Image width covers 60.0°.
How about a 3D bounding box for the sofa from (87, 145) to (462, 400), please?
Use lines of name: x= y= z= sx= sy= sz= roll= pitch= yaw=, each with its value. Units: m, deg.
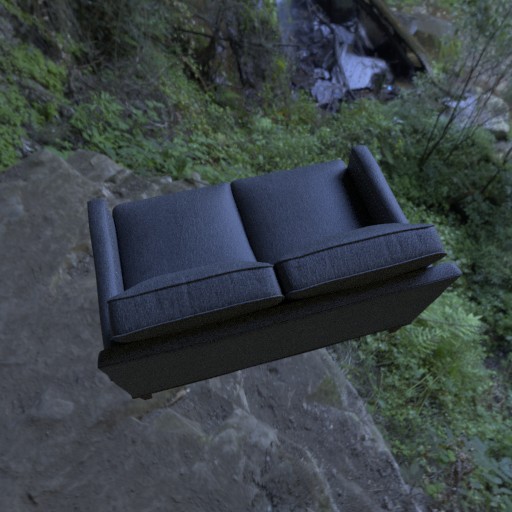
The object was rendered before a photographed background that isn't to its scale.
sofa: x=0.000 y=0.000 z=2.301 sx=1.597 sy=1.003 sz=1.084 roll=-13 pitch=59 yaw=-8
